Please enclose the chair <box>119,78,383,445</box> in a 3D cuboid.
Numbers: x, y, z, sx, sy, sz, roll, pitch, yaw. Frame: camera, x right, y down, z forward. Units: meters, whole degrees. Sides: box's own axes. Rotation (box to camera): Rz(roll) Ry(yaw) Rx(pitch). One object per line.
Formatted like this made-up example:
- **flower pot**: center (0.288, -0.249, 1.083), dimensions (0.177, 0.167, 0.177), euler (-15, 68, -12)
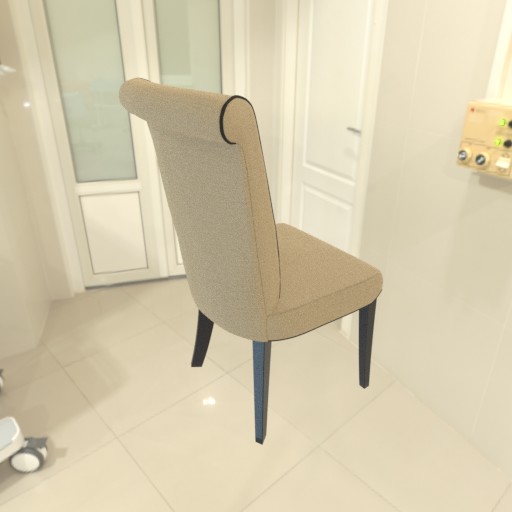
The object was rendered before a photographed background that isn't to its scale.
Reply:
- **chair**: center (0.000, 0.000, 1.338), dimensions (0.623, 0.997, 0.522), euler (-17, 31, -31)
